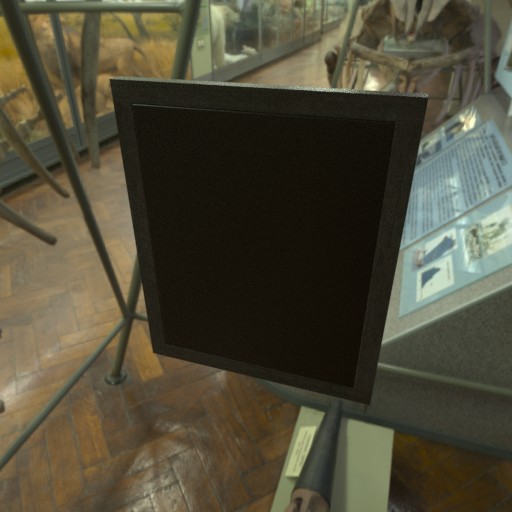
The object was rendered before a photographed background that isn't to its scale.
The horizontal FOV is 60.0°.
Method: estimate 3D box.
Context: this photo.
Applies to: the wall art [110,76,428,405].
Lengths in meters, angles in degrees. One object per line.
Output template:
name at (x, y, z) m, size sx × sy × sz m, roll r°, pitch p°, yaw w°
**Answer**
wall art at (0.000, 0.000, 0.797) m, size 0.479 × 0.580 × 0.027 m, roll 9°, pitch 32°, yaw 15°
